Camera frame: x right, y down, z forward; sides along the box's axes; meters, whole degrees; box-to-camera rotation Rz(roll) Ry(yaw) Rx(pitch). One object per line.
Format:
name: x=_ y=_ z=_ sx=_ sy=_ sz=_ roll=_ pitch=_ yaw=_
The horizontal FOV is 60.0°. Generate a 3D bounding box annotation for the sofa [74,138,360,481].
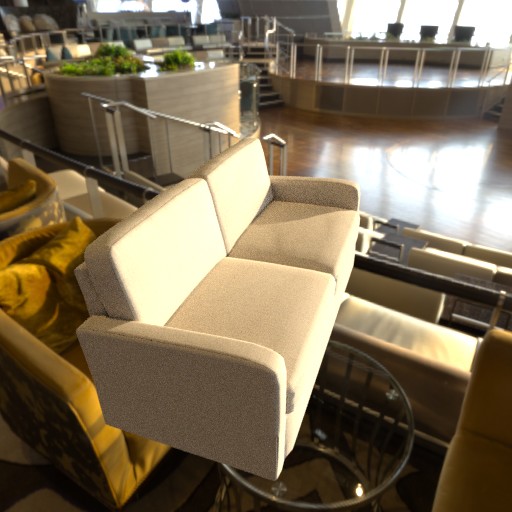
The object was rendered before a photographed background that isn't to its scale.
sofa: x=0.000 y=0.000 z=2.321 sx=0.894 sy=0.831 sz=1.808 roll=10 pitch=31 yaw=17
